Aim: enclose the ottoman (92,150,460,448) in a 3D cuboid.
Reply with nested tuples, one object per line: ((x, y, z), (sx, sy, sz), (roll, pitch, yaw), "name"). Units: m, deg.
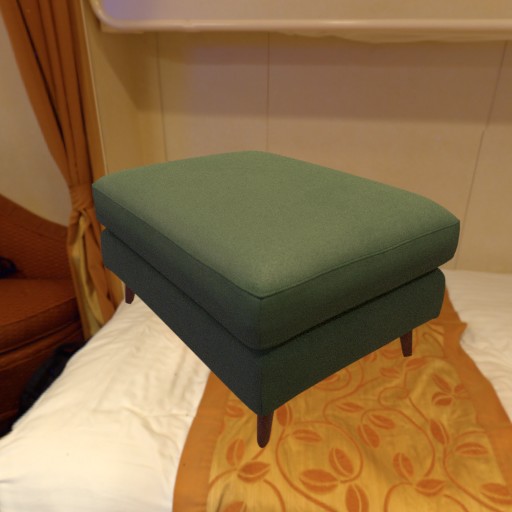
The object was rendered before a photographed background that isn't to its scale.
((0.000, 0.000, 1.184), (0.608, 0.449, 0.811), (-18, 31, -33), "ottoman")
